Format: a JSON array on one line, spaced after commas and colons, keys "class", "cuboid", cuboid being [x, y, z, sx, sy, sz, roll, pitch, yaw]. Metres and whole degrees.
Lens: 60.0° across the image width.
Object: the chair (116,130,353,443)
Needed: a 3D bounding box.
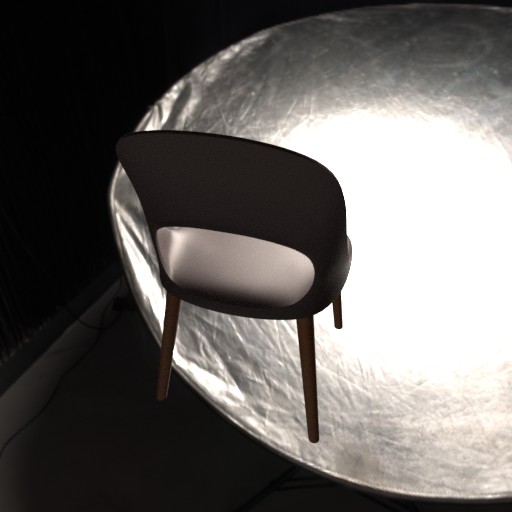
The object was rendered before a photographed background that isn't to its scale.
[{"class": "chair", "cuboid": [0.000, 0.000, 1.125, 0.470, 0.794, 0.556, 10, 34, 15]}]
